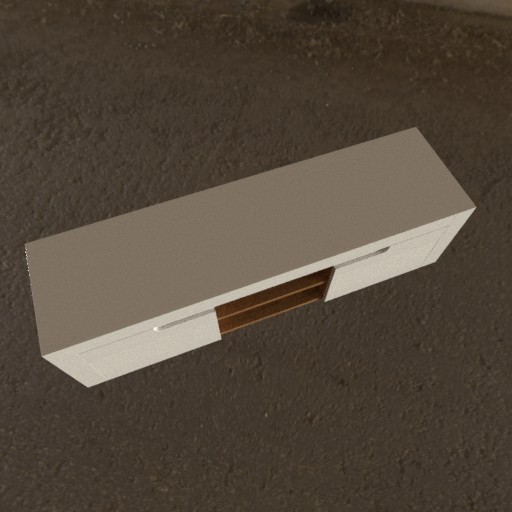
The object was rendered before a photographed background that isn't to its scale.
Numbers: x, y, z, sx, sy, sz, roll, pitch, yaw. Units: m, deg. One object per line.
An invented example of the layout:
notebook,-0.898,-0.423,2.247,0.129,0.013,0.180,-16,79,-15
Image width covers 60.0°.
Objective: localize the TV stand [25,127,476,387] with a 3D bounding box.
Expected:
TV stand,0.000,0.000,1.713,1.500,0.440,0.410,-18,63,-10
